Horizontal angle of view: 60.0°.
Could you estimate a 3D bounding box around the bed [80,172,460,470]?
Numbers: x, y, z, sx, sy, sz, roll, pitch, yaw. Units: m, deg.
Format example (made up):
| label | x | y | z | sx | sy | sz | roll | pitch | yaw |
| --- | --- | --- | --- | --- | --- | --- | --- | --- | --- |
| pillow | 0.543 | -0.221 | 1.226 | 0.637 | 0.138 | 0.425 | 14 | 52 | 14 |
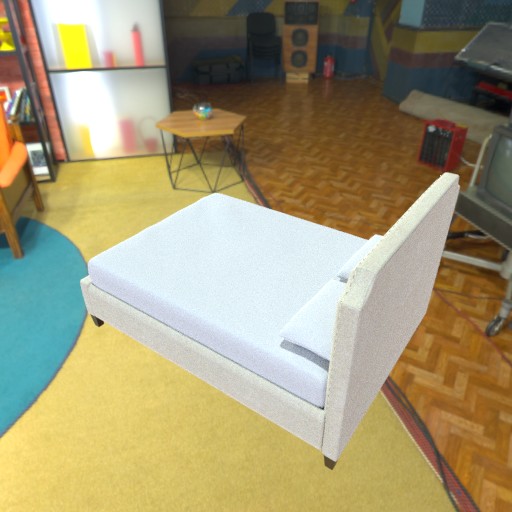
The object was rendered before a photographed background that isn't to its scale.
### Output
| label | x | y | z | sx | sy | sz | roll | pitch | yaw |
| --- | --- | --- | --- | --- | --- | --- | --- | --- | --- |
| bed | 0.000 | 0.000 | 3.491 | 2.381 | 1.457 | 1.713 | 21 | 38 | 29 |
